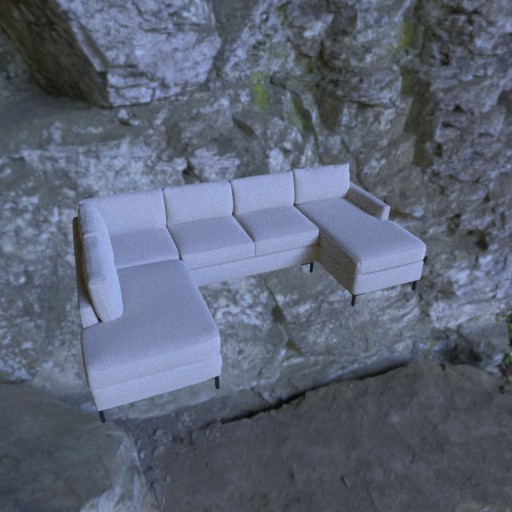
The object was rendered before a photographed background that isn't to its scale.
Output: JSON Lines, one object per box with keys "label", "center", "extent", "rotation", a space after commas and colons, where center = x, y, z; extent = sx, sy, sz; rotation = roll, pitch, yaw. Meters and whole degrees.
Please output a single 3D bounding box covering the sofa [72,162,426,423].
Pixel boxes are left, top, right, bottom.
{"label": "sofa", "center": [0.000, 0.000, 3.899], "extent": [2.984, 0.862, 1.989], "rotation": [-11, 33, -19]}
